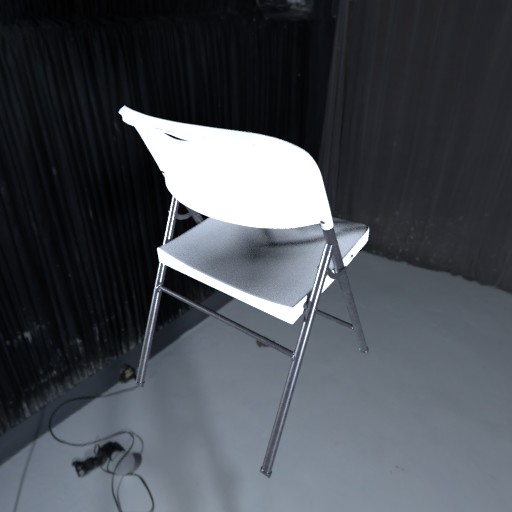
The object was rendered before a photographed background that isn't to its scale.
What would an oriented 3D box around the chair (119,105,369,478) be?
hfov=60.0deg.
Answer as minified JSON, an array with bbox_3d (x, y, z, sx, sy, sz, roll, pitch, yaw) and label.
[{"bbox_3d":[0.000,0.000,1.158,0.494,0.810,0.566,22,37,31],"label":"chair"}]
